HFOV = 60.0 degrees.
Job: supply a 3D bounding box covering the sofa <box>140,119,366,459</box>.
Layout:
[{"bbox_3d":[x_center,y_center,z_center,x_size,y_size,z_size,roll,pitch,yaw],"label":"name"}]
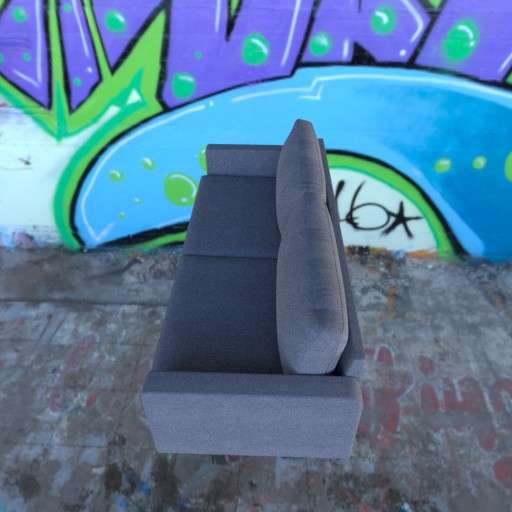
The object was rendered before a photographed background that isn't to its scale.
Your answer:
[{"bbox_3d":[0.000,0.000,2.559,0.880,0.880,2.100,1,40,1],"label":"sofa"}]
